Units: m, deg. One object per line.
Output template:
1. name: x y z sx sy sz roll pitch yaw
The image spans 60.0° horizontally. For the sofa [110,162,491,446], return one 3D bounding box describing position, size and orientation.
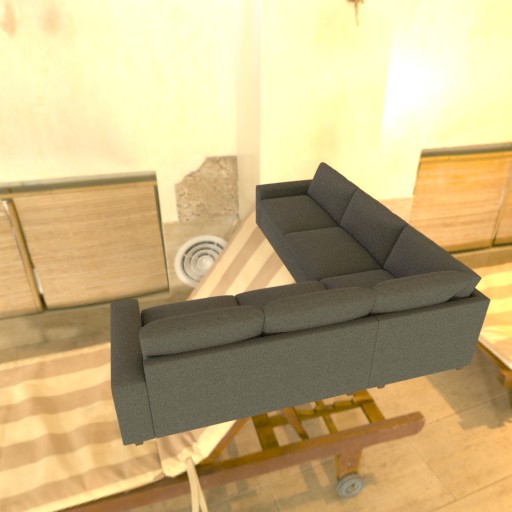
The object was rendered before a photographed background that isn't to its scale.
1. sofa: 0.000 0.000 4.627 2.895 0.965 3.277 -8 31 -14
